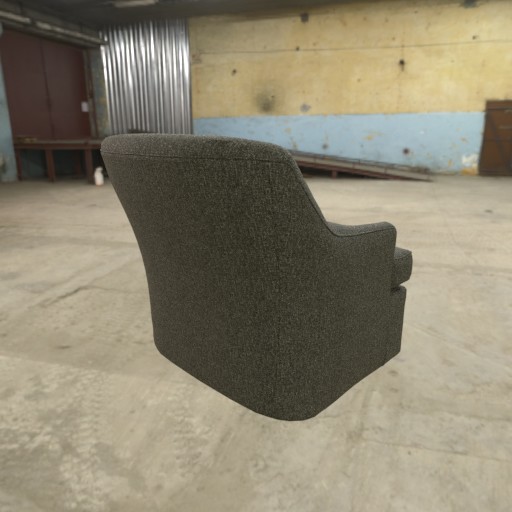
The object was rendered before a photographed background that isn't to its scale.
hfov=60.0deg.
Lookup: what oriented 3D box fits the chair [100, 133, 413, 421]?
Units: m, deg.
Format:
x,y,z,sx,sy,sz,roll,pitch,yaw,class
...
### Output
x,y,z,sx,sy,sz,roll,pitch,yaw,class
0.000,0.000,1.602,0.923,0.856,0.864,-15,21,-42,chair
